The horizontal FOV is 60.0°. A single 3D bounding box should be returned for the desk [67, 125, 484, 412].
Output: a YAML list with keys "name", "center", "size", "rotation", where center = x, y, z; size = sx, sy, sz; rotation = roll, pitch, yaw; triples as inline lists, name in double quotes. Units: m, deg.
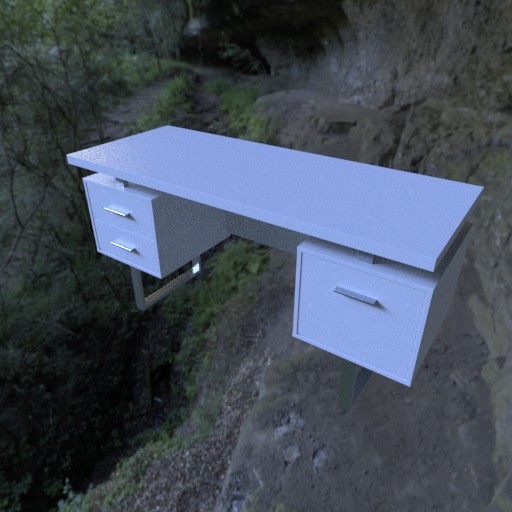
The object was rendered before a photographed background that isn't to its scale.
- name: "desk"
  center: [0.000, 0.000, 1.904]
  size: [1.530, 0.773, 0.603]
  rotation: [19, 35, 29]
